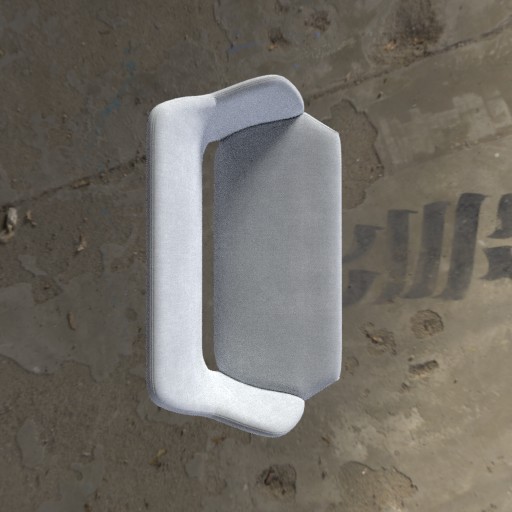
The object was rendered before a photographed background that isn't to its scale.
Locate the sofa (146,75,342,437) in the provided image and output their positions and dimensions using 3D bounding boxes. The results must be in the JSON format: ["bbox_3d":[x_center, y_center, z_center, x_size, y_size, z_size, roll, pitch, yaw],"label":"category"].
[{"bbox_3d":[0.000,0.000,1.614,0.610,0.840,1.150,0,89,-1],"label":"sofa"}]
